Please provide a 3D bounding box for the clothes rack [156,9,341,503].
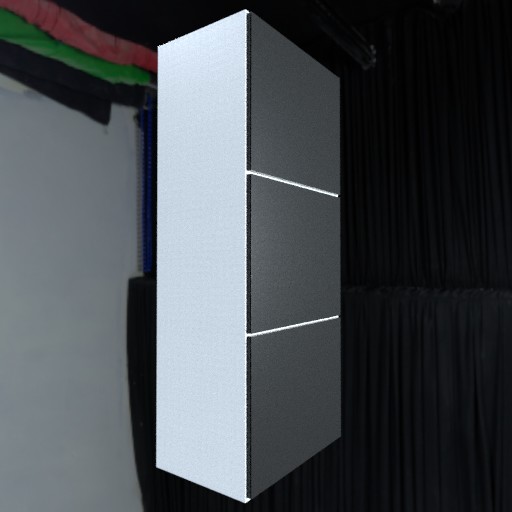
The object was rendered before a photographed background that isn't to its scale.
[{"bbox_3d":[0.000,0.000,1.358,0.330,1.187,0.500,-1,-1,36],"label":"clothes rack"}]
